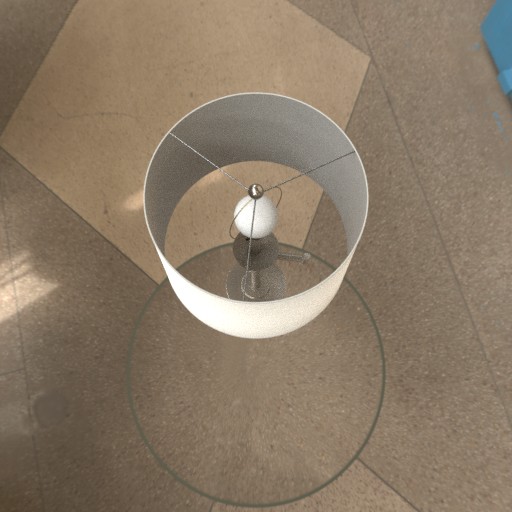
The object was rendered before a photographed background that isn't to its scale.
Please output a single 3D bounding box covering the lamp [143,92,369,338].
[{"bbox_3d":[0.000,0.000,0.882,0.333,0.696,0.333,0,76,0],"label":"lamp"}]
